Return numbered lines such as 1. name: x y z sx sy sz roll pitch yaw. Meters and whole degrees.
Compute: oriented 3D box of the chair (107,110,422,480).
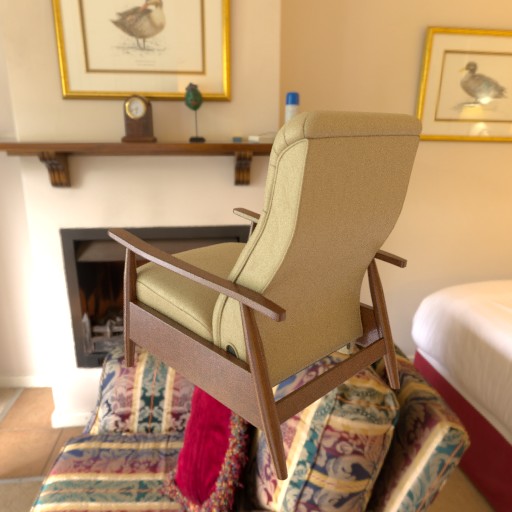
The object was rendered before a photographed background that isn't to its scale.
1. chair: 0.000 0.000 1.782 0.762 1.082 1.014 -15 22 -42
